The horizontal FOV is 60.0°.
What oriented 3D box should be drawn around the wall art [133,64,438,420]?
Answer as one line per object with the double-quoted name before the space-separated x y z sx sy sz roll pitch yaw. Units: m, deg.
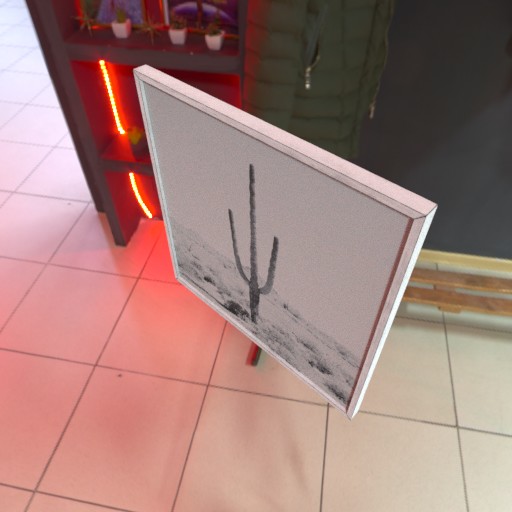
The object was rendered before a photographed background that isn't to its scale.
"wall art" 0.000 0.000 1.154 0.762 0.762 0.038 34 55 28
